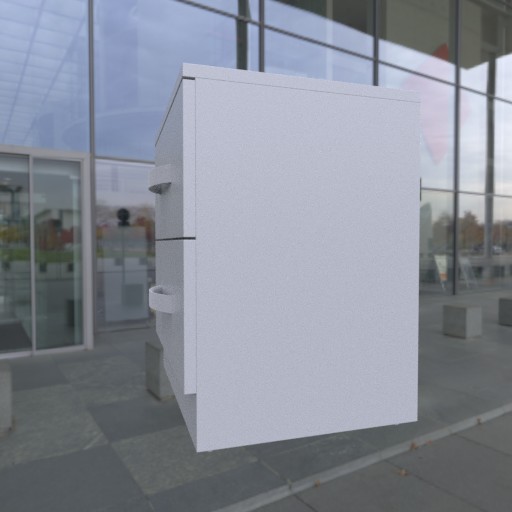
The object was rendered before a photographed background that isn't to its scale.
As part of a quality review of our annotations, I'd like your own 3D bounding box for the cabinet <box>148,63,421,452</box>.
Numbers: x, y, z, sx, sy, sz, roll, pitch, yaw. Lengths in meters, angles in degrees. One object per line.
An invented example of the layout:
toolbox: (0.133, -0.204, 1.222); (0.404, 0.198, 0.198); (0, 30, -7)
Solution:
cabinet: (0.000, 0.000, 0.766); (0.360, 0.470, 0.400); (-1, 2, -17)
